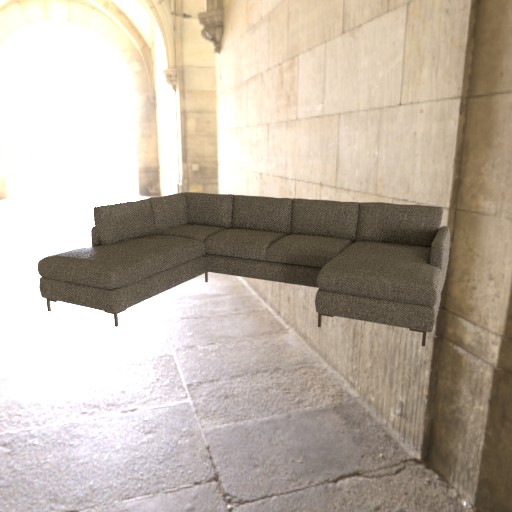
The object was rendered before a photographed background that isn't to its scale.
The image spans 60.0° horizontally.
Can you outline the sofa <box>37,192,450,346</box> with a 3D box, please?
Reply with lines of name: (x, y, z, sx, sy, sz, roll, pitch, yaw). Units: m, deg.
sofa: (0.000, 0.000, 3.497, 2.737, 0.756, 1.879, 7, 16, 25)
